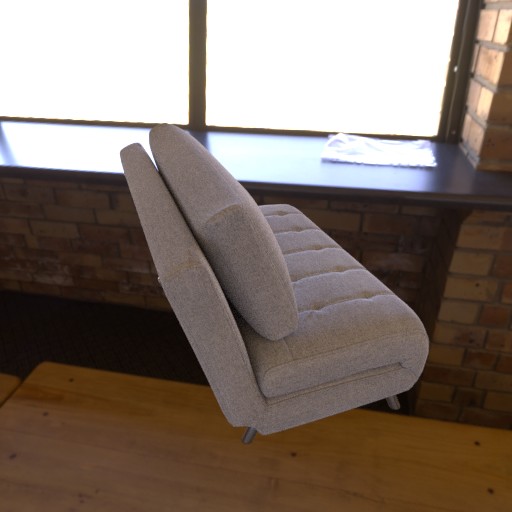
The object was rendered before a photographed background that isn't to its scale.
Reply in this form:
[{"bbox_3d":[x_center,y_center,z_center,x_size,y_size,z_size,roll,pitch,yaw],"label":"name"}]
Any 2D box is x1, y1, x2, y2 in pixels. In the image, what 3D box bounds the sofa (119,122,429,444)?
[{"bbox_3d":[0.000,0.000,1.846,0.910,0.910,1.220,-10,31,-18],"label":"sofa"}]
